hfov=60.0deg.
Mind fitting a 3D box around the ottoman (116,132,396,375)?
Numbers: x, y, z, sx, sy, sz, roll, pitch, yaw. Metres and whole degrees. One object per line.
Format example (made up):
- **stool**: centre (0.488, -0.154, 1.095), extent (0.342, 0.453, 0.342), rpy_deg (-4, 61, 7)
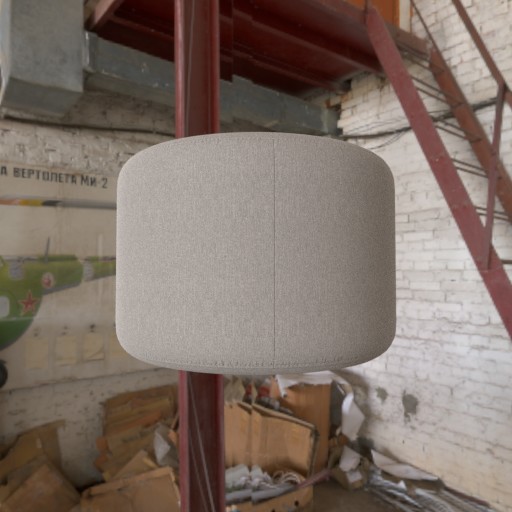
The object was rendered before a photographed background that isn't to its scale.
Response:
- **ottoman**: centre (0.000, 0.000, 1.011), extent (0.608, 0.433, 0.608), rpy_deg (0, -2, 0)
